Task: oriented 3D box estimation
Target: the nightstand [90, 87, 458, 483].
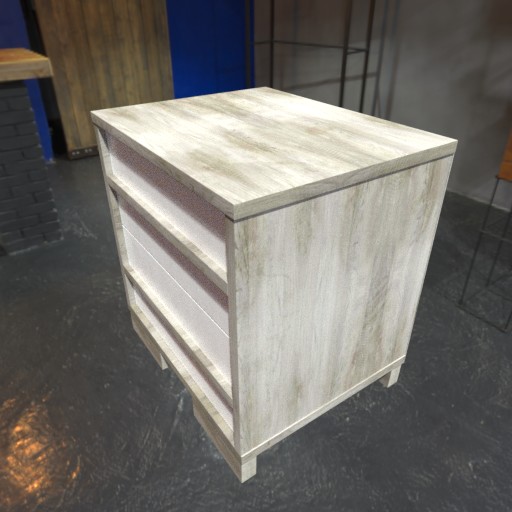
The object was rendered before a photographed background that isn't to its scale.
[{"bbox_3d":[0.000,0.000,0.758,0.347,0.448,0.427,-20,37,-29],"label":"nightstand"}]
